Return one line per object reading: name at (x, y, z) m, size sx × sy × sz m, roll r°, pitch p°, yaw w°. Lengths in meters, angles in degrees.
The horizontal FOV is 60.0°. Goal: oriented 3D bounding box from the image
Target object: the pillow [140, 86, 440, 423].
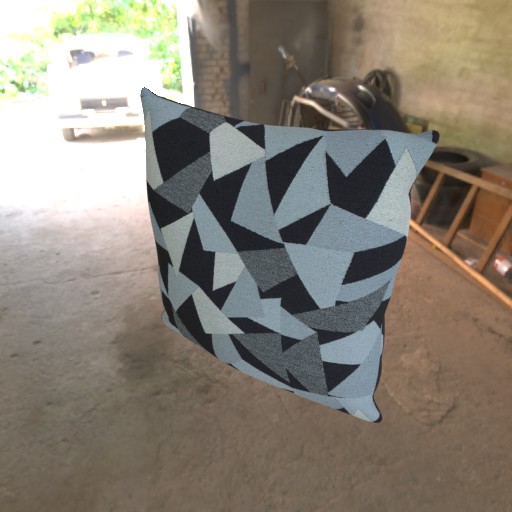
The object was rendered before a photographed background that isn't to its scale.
pillow at (0.000, 0.000, 0.743) m, size 0.503 × 0.496 × 0.208 m, roll 18°, pitch 34°, yaw 29°
